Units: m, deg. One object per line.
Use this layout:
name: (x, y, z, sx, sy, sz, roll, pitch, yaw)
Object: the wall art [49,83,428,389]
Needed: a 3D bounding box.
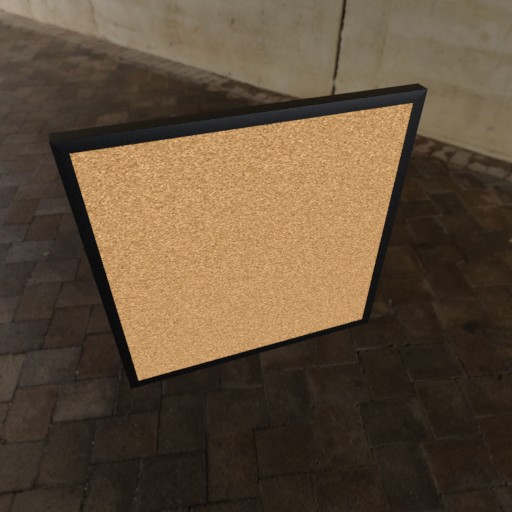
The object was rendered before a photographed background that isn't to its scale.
wall art: (0.000, 0.000, 1.107, 0.756, 0.755, 0.036, -13, 43, -14)
